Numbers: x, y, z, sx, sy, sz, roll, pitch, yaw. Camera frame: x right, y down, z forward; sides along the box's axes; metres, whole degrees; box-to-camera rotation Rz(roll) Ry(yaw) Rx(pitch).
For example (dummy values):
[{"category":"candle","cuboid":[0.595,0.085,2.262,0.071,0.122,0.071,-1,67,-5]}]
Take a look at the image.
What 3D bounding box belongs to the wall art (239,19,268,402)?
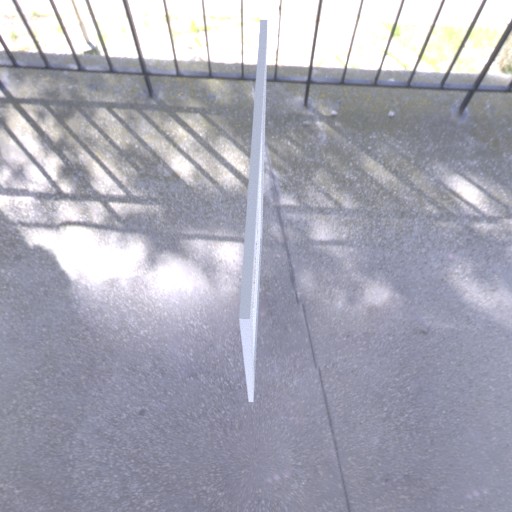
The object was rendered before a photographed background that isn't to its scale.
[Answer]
[{"category":"wall art","cuboid":[0.000,0.000,0.848,0.011,0.659,0.454,3,65,1]}]
